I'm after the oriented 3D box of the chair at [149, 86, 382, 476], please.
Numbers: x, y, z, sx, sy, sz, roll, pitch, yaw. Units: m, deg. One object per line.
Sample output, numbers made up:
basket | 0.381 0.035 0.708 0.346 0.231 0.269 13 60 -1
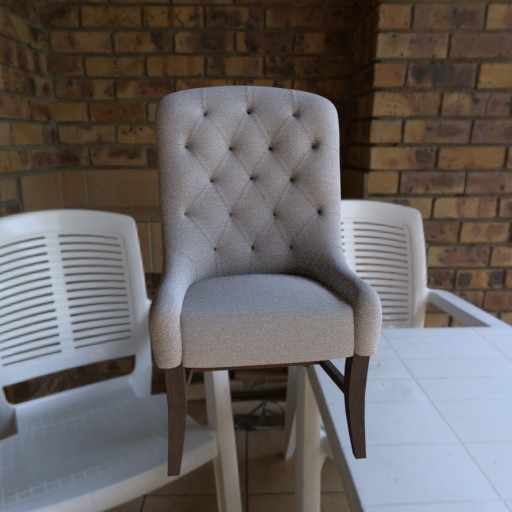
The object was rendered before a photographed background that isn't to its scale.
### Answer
chair | 0.000 0.000 1.430 0.634 1.091 0.629 -2 15 -7
